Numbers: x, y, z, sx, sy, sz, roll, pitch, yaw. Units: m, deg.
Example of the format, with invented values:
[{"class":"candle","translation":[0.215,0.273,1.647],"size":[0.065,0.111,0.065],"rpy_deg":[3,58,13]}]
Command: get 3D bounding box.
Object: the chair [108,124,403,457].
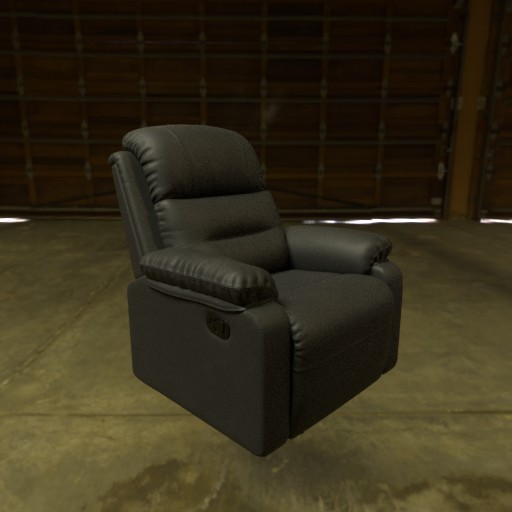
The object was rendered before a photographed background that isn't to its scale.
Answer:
[{"class":"chair","translation":[0.000,0.000,1.694],"size":[0.919,0.992,0.855],"rpy_deg":[13,18,43]}]
